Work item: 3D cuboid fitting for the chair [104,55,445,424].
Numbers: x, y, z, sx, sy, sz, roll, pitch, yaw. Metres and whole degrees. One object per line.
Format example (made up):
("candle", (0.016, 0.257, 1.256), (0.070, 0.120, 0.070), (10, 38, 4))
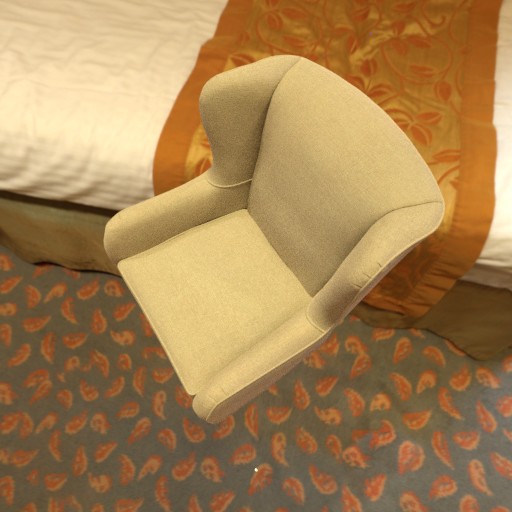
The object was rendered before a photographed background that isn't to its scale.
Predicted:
("chair", (0.000, 0.000, 1.710), (0.966, 1.040, 0.838), (-30, 68, -14))
